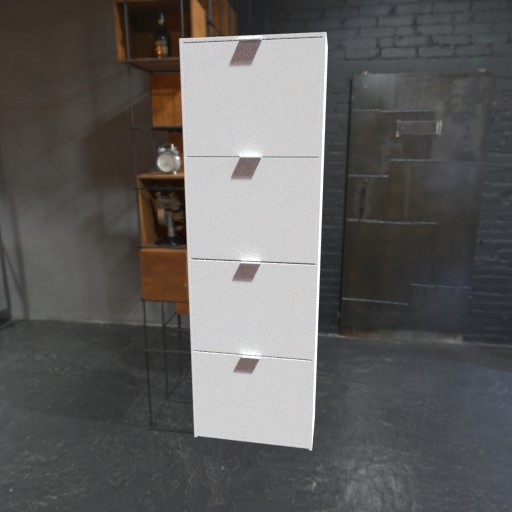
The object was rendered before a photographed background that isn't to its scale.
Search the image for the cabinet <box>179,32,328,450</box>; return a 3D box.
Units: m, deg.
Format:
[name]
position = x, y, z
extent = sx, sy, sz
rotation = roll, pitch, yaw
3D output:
[cabinet]
position = 0.000, 0.000, 1.837
extent = 0.520, 1.630, 0.255
rotation = 2, 14, 10
